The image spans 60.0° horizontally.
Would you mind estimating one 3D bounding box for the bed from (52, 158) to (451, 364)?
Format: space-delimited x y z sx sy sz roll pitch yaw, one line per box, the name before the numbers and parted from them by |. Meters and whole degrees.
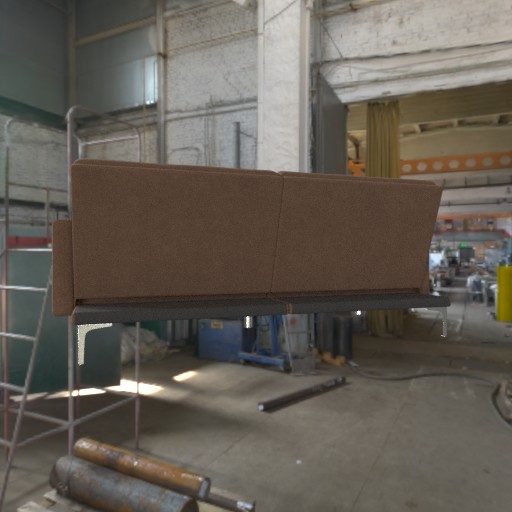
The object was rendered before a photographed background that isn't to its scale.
bed | 0.000 0.000 2.306 1.905 0.787 0.889 0 1 -19
